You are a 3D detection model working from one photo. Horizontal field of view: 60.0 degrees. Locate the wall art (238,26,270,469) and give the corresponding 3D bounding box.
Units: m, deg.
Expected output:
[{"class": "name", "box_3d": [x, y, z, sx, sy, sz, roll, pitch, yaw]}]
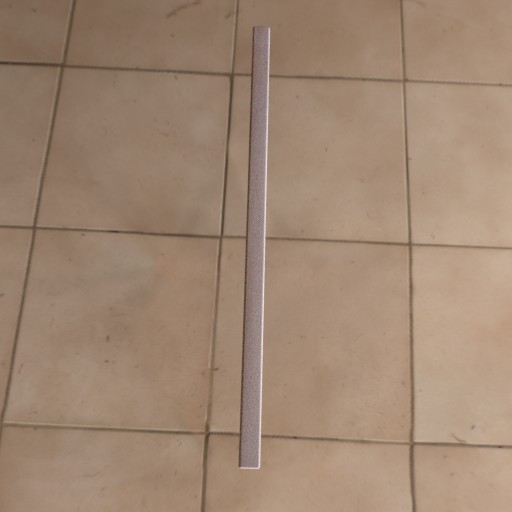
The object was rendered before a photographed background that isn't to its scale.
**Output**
[{"class": "wall art", "box_3d": [0.000, 0.000, 1.182, 0.038, 0.609, 0.913, 1, 77, 0]}]
